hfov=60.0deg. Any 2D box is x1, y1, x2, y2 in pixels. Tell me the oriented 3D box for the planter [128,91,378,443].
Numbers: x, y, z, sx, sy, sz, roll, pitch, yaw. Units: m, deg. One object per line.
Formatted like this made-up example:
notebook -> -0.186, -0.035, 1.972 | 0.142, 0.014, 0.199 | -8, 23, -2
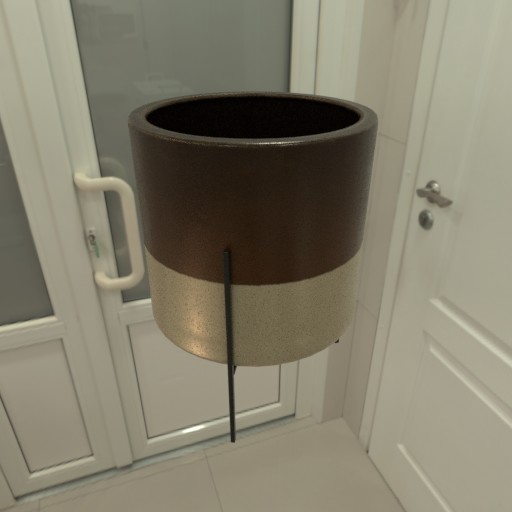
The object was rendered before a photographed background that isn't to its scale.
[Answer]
planter -> 0.000, 0.000, 0.733 | 0.354, 0.465, 0.345 | -10, 31, -17
